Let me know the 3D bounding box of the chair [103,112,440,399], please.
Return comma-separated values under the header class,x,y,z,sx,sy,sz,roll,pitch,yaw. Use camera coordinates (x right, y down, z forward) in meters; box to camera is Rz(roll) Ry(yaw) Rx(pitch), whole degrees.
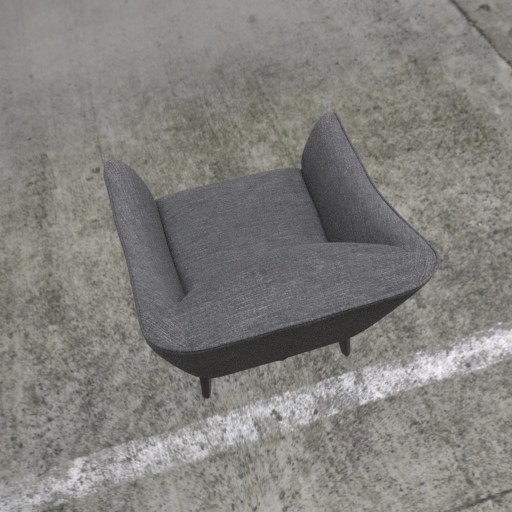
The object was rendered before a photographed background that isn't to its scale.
class,x,y,z,sx,sy,sz,roll,pitch,yaw
chair,0.000,0.000,1.537,0.870,0.829,0.851,-14,60,-9
